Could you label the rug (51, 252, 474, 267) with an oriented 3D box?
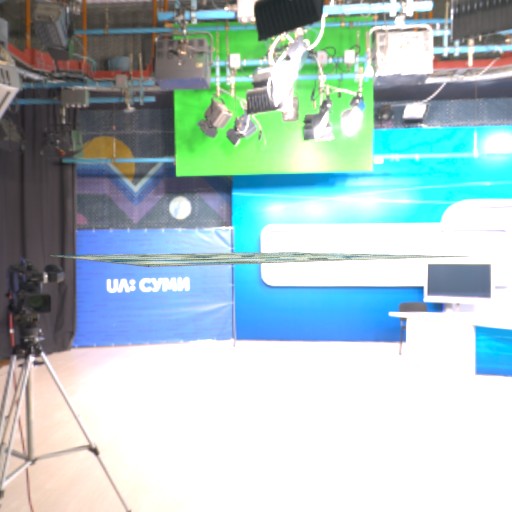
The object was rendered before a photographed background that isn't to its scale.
[{"bbox_3d":[0.000,0.000,4.065,3.036,0.008,2.440,-1,2,-35],"label":"rug"}]
